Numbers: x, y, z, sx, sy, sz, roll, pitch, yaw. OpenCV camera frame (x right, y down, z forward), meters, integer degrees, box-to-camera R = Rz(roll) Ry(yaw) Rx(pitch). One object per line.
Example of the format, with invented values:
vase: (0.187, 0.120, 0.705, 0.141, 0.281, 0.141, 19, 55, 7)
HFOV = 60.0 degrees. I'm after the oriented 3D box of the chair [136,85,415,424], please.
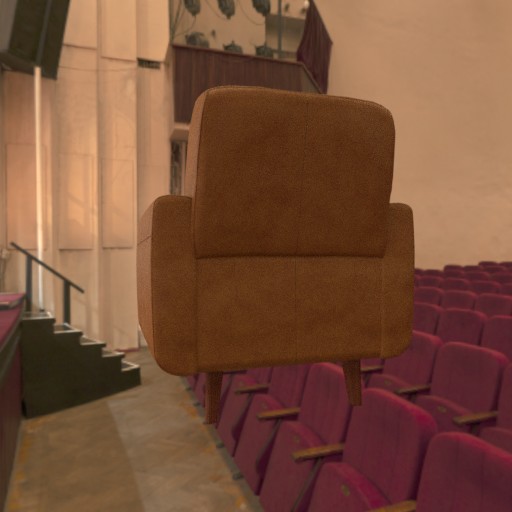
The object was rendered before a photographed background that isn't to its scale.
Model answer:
chair: (0.000, 0.000, 1.686, 0.845, 0.968, 0.942, 0, 1, -18)
